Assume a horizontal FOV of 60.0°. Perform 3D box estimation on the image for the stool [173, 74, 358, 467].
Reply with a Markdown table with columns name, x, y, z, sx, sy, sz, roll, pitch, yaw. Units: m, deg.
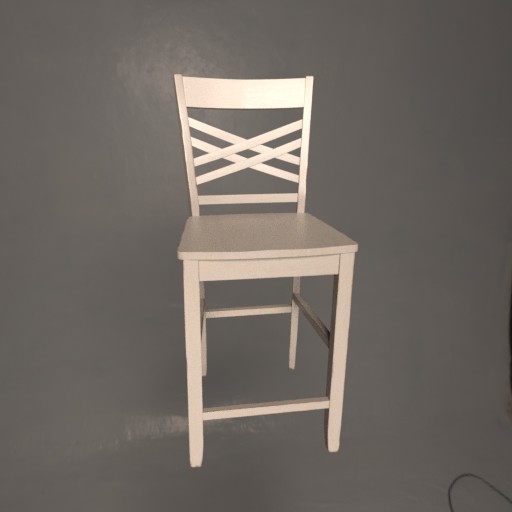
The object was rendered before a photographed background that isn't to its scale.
| name | x | y | z | sx | sy | sz | roll | pitch | yaw |
| --- | --- | --- | --- | --- | --- | --- | --- | --- | --- |
| stool | 0.000 | 0.000 | 1.370 | 0.462 | 1.079 | 0.539 | -3 | 18 | -8 |
